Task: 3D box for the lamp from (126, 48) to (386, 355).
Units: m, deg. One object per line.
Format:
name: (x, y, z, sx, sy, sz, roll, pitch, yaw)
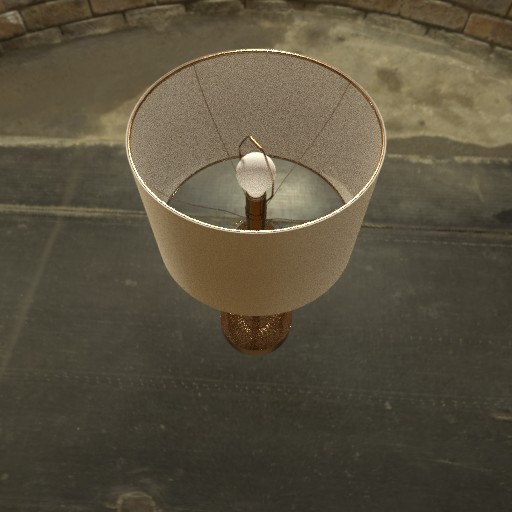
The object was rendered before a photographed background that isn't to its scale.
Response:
lamp: (0.000, 0.000, 0.639, 0.252, 0.483, 0.252, -31, 63, -17)
